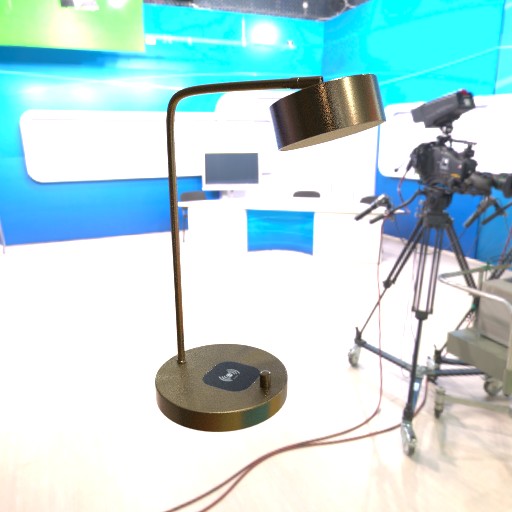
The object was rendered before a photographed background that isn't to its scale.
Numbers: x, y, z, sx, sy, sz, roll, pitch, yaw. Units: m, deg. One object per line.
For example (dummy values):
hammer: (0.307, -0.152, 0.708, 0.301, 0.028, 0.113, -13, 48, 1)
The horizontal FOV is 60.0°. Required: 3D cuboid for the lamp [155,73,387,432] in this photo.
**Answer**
lamp: (0.000, 0.000, 0.510, 0.270, 0.380, 0.171, 8, 17, 26)
